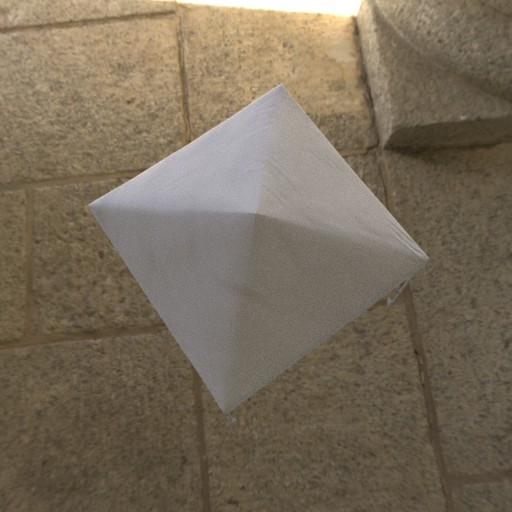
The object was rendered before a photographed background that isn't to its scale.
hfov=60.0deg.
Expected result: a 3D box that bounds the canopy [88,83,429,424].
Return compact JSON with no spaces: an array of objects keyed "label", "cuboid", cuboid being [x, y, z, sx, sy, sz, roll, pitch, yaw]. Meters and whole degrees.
[{"label":"canopy","cuboid":[0.000,0.000,6.462,3.599,3.600,3.600,-35,78,-8]}]
